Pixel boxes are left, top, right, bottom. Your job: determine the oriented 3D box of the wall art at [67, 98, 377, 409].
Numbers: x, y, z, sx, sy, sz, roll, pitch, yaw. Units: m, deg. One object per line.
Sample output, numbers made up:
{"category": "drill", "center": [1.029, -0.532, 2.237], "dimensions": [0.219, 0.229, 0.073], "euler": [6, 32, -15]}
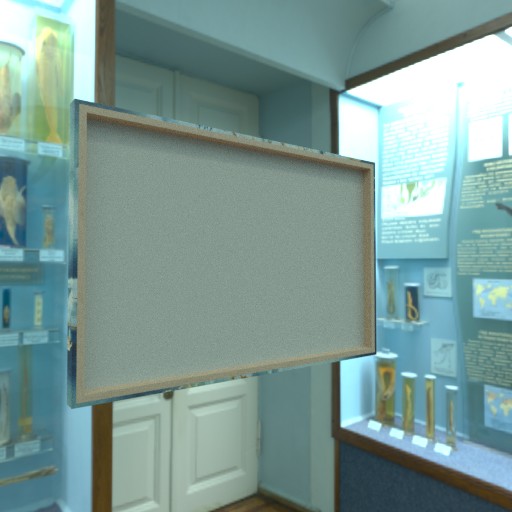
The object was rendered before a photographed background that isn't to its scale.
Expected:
{"category": "wall art", "center": [0.000, 0.000, 1.150], "dimensions": [0.912, 0.608, 0.038], "euler": [1, -2, -36]}
